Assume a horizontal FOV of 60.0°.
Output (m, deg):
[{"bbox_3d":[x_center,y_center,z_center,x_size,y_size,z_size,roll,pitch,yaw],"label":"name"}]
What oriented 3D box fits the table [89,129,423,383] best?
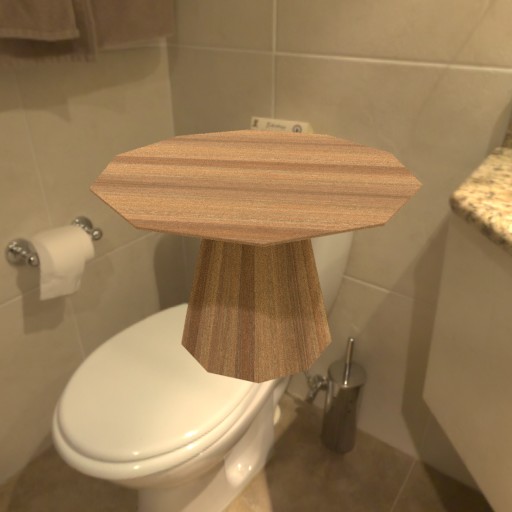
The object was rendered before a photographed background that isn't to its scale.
[{"bbox_3d":[0.000,0.000,1.846,1.186,0.752,1.186,0,30,0],"label":"table"}]
